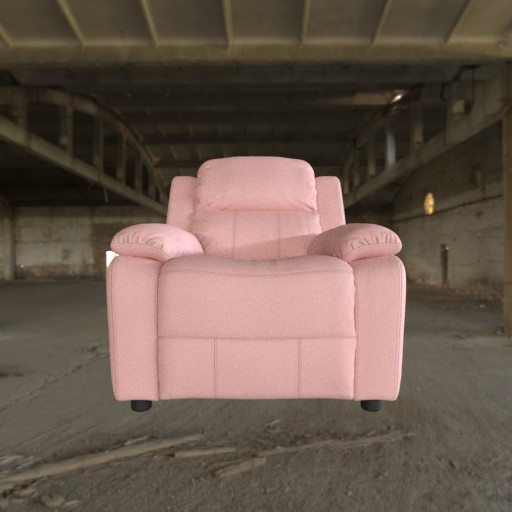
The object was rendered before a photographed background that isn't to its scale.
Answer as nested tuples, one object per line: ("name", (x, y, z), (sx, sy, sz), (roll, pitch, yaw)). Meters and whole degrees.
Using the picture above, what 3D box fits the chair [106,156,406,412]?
("chair", (0.000, 0.000, 1.290), (0.680, 0.702, 0.709), (0, 0, 0))
